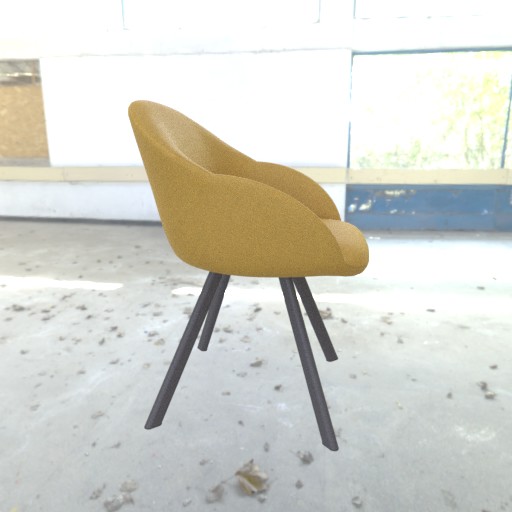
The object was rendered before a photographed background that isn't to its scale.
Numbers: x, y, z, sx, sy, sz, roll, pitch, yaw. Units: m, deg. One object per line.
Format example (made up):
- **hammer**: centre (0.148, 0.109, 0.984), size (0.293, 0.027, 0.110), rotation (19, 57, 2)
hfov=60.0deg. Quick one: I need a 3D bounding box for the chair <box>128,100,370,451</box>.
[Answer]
- **chair**: centre (0.000, 0.000, 1.184), size (0.583, 0.793, 0.551), rotation (3, 15, 10)
